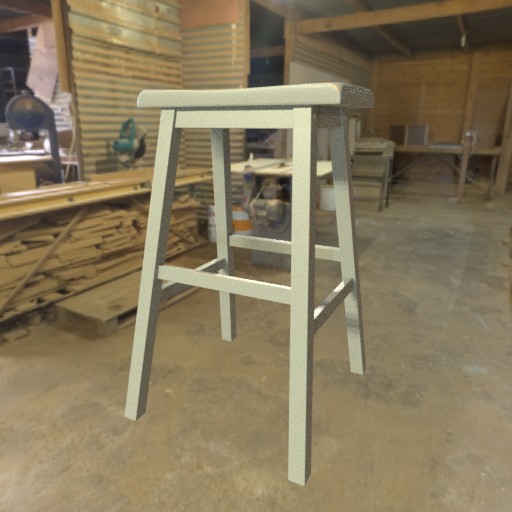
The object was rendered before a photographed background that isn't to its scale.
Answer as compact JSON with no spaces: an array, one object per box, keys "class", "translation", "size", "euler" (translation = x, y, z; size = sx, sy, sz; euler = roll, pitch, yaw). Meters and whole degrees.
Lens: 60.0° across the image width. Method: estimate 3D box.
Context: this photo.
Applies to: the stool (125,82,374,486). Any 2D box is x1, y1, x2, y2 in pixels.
[{"class":"stool","translation":[0.000,0.000,1.048],"size":[0.457,0.737,0.476],"euler":[9,19,26]}]
